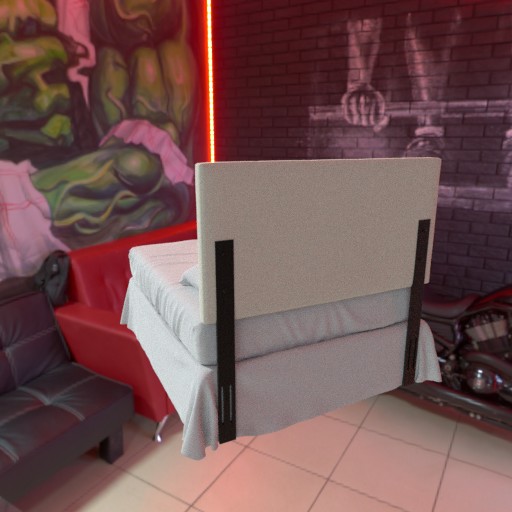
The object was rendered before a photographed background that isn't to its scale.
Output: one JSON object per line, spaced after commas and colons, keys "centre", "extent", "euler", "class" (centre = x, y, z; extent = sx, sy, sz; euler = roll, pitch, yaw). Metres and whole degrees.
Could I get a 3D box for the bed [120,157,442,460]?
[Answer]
{"centre": [0.000, 0.000, 3.536], "extent": [1.936, 1.577, 2.222], "euler": [-7, 16, -25], "class": "bed"}
